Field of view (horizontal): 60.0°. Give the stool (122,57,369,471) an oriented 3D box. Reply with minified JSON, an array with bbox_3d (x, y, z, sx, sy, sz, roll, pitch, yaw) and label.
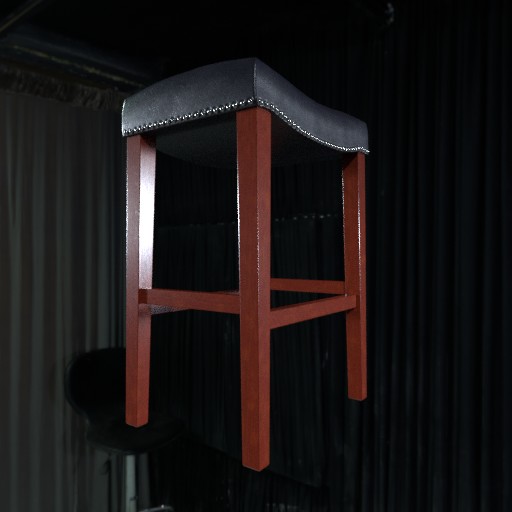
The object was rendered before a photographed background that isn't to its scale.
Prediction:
[{"bbox_3d":[0.000,0.000,1.062,0.372,0.742,0.504,1,1,36],"label":"stool"}]
